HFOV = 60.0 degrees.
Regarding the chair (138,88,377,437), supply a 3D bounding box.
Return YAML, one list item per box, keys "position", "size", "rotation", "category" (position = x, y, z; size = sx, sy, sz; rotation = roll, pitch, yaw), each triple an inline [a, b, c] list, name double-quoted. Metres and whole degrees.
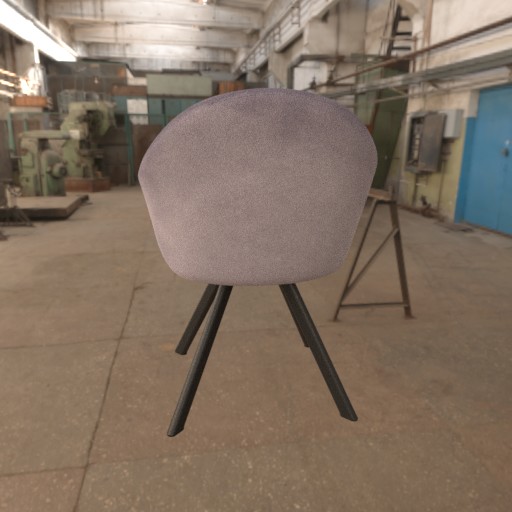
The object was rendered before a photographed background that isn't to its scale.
- position: [0.000, 0.000, 1.160]
  size: [0.570, 0.780, 0.540]
  rotation: [-2, 15, -7]
  category: "chair"
